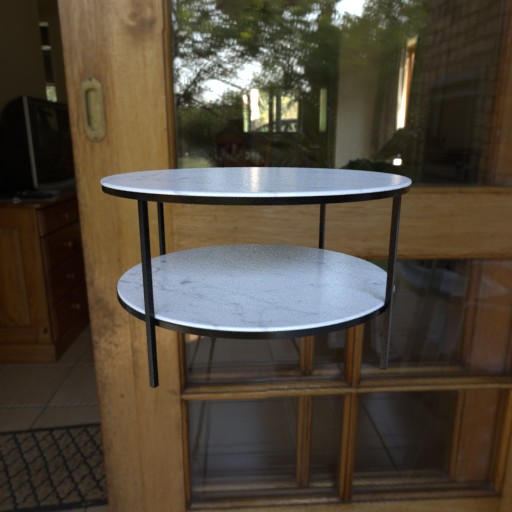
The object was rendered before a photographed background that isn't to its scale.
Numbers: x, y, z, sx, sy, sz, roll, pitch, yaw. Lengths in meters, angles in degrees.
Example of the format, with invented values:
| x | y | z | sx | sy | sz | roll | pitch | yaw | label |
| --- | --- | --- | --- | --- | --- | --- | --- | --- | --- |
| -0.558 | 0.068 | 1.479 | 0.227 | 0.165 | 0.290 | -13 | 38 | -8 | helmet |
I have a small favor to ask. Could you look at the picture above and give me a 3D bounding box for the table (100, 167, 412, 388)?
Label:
| x | y | z | sx | sy | sz | roll | pitch | yaw | label |
| --- | --- | --- | --- | --- | --- | --- | --- | --- | --- |
| 0.000 | 0.000 | 1.260 | 0.800 | 0.450 | 0.800 | 0 | 15 | 0 | table |
